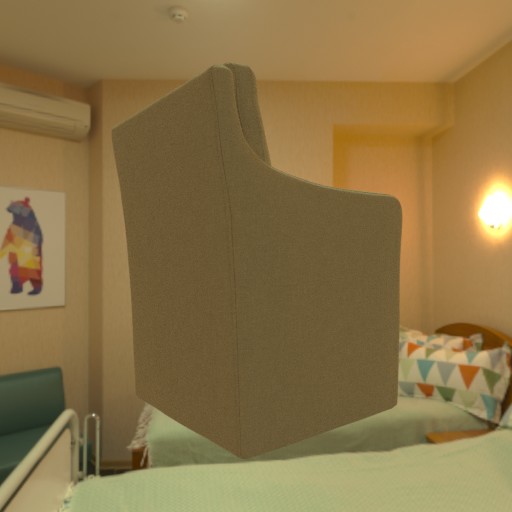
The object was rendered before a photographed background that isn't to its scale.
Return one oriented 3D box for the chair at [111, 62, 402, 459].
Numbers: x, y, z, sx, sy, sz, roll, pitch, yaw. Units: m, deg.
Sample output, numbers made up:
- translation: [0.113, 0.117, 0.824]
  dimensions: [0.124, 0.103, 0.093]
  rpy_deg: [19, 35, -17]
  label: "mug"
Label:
- translation: [0.000, 0.000, 1.359]
  dimensions: [0.694, 0.914, 0.626]
  rpy_deg: [0, 0, -38]
  label: "chair"
